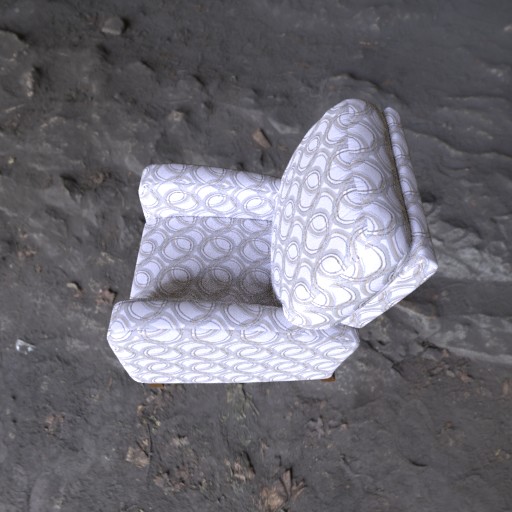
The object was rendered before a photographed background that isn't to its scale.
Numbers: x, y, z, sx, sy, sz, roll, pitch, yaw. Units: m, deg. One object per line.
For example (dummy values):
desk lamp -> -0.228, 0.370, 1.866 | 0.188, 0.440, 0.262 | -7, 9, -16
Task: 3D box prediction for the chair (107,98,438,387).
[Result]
chair -> 0.000, 0.000, 1.721 | 0.995, 1.065, 0.796 | 1, 56, 1
